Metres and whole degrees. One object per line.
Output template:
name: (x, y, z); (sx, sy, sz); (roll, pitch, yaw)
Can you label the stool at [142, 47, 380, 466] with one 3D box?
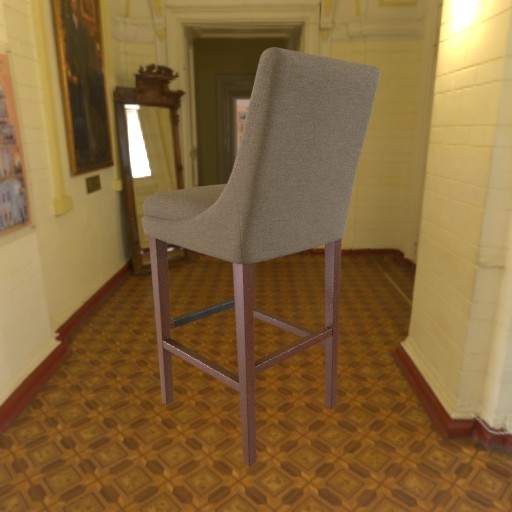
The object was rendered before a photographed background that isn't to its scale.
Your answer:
stool: (0.000, 0.000, 1.367); (0.470, 1.078, 0.577); (-15, 21, -42)
